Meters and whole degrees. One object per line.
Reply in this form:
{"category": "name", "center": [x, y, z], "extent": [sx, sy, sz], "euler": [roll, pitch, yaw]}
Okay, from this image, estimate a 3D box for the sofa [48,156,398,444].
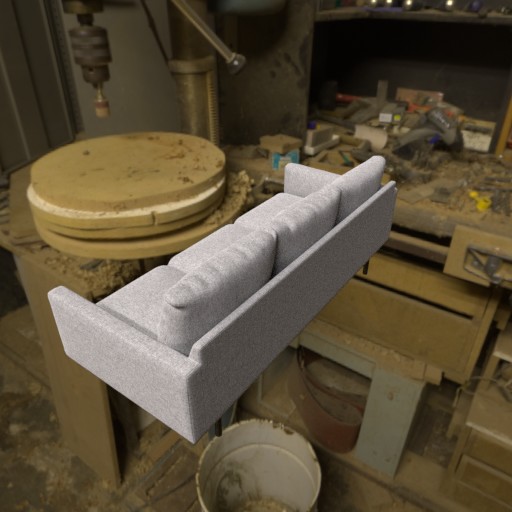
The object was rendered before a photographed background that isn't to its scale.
{"category": "sofa", "center": [0.000, 0.000, 2.485], "extent": [0.850, 0.830, 2.000], "euler": [21, 37, 30]}
